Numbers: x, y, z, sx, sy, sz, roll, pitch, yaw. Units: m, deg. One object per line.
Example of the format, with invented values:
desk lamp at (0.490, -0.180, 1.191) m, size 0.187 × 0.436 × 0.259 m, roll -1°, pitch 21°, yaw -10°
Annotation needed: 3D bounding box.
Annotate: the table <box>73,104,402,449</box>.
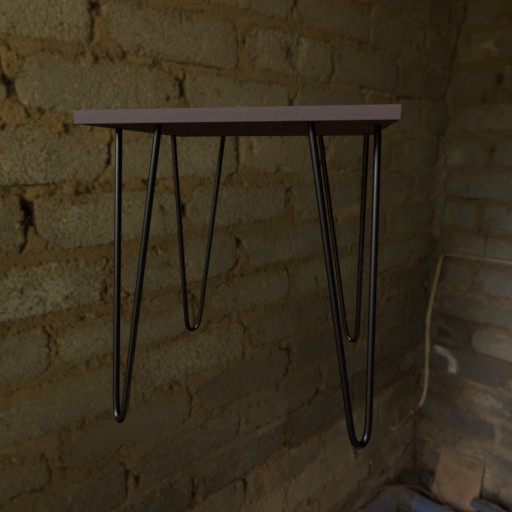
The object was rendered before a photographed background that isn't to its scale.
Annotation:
table at (0.000, 0.000, 0.952) m, size 0.495 × 0.559 × 0.495 m, roll 2°, pitch 13°, yaw 10°
